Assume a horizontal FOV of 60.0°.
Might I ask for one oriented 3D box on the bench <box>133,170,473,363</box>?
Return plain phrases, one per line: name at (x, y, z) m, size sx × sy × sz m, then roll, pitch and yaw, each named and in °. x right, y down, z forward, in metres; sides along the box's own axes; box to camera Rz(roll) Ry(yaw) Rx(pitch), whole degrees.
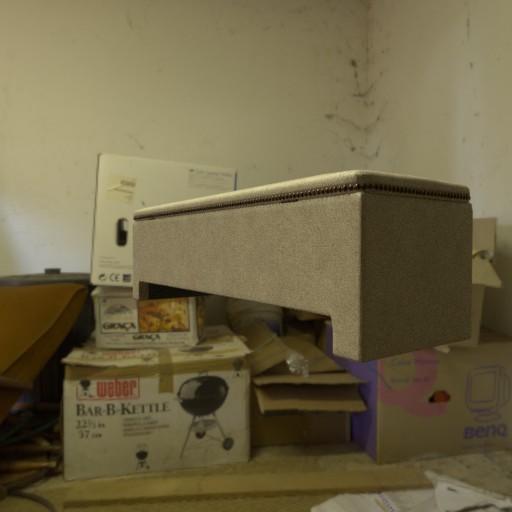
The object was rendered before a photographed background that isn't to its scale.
bench at (0.000, 0.000, 1.707) m, size 0.470 × 0.447 × 1.482 m, roll -1°, pitch 2°, yaw -35°
